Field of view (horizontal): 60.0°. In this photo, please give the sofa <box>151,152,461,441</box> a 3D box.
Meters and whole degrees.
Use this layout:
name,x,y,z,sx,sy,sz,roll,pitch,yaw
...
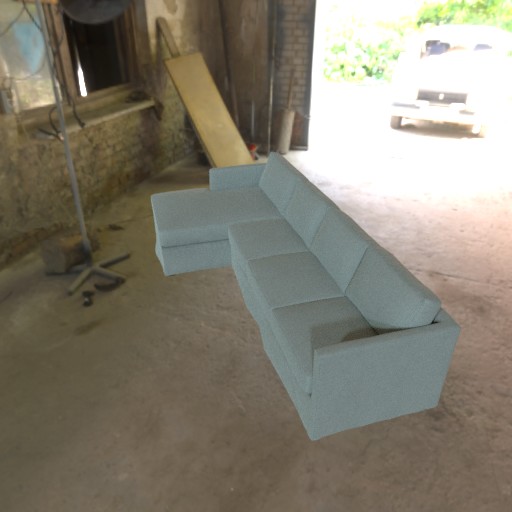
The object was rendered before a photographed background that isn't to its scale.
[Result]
name,x,y,z,sx,sy,sz,roll,pitch,yaw
sofa,0.000,0.000,3.901,1.650,0.922,3.205,-8,32,-14
